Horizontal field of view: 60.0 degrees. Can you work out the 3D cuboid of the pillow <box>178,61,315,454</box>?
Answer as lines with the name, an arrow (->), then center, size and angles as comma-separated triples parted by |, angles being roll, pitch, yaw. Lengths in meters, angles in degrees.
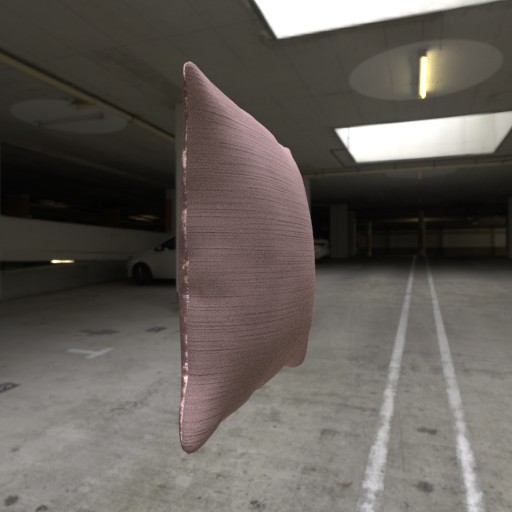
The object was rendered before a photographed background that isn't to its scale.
pillow -> 0.000, 0.000, 0.734 | 0.175, 0.464, 0.470 | 0, 0, 20
